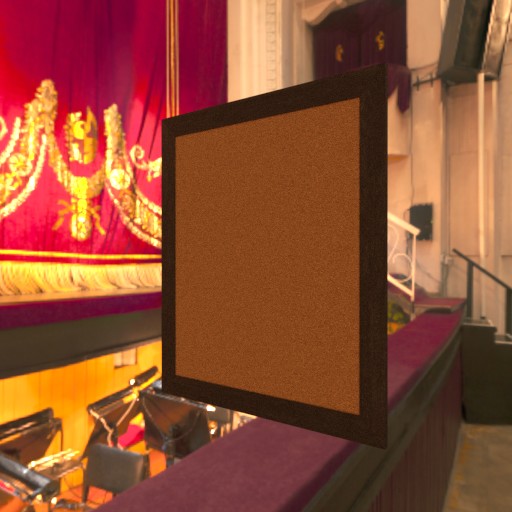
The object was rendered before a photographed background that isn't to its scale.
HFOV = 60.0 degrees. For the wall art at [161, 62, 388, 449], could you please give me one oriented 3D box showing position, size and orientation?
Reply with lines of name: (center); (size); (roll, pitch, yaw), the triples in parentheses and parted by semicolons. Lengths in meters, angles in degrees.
wall art: (0.000, 0.000, 0.795); (0.476, 0.570, 0.013); (0, 0, 35)
